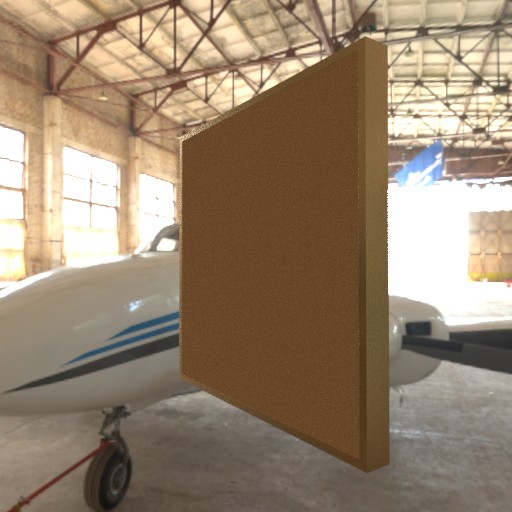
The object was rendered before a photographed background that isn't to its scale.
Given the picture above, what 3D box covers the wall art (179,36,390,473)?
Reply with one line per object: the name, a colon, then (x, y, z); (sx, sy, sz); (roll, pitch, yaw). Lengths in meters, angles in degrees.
wall art: (0.000, 0.000, 0.736); (0.040, 0.509, 0.509); (1, -1, -35)
